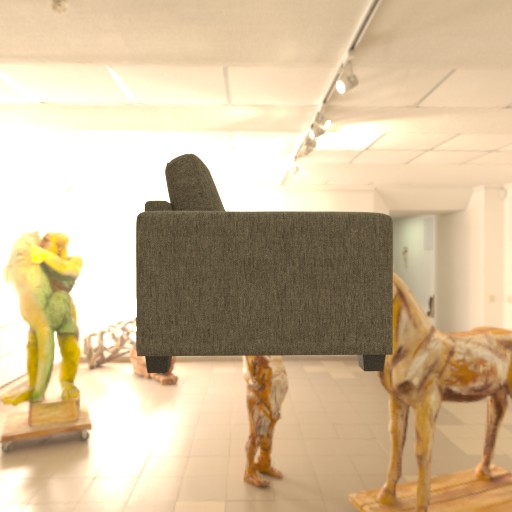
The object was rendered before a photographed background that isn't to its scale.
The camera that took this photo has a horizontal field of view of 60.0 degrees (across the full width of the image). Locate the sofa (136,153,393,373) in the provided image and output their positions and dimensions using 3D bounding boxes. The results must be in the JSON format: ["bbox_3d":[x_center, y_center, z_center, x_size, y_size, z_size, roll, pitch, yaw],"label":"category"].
[{"bbox_3d":[0.000,0.000,2.585,0.900,0.800,2.160,0,0,-2],"label":"sofa"}]
